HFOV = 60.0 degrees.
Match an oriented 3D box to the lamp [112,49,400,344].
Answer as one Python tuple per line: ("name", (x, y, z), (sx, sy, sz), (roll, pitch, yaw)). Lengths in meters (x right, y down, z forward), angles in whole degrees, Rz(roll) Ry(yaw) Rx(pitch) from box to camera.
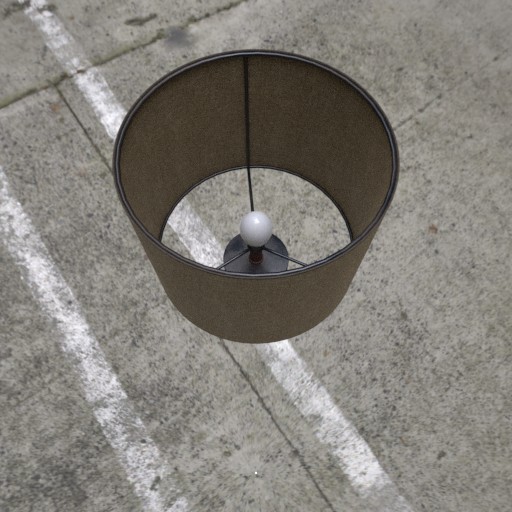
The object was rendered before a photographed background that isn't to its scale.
("lamp", (0.000, 0.000, 0.471), (0.202, 0.350, 0.202), (0, 64, 0))
